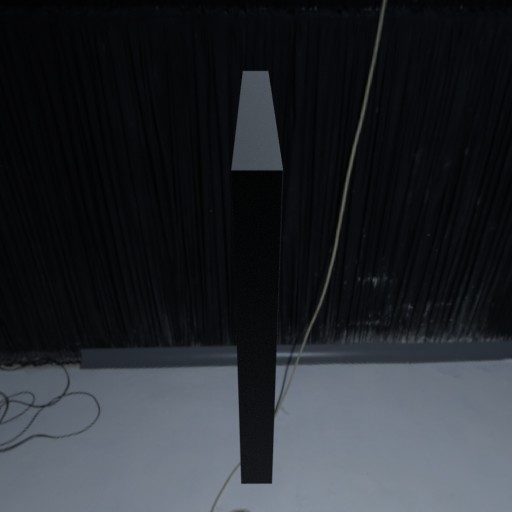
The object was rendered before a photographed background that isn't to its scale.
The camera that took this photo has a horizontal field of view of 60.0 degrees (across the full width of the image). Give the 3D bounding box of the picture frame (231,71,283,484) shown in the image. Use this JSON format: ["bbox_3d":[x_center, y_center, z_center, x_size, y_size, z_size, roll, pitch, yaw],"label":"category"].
[{"bbox_3d":[0.000,0.000,0.475,0.030,0.317,0.317,0,32,0],"label":"picture frame"}]
